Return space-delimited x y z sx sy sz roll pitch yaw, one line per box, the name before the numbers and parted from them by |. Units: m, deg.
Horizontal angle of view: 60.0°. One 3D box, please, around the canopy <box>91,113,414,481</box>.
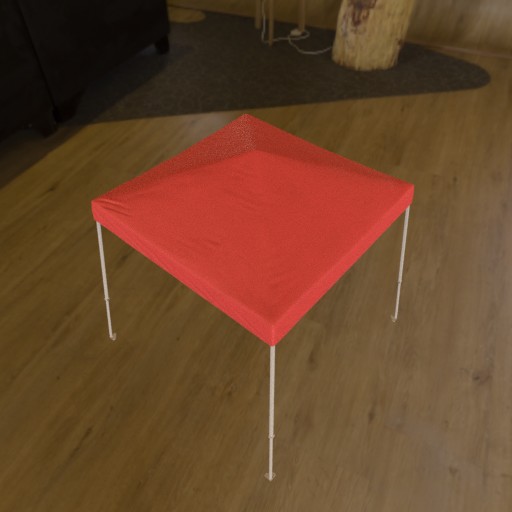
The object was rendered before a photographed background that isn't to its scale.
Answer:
canopy | 0.000 0.000 6.532 3.600 3.600 3.599 31 53 27
